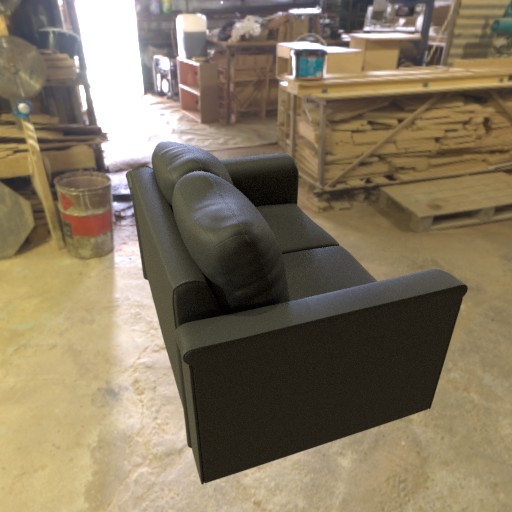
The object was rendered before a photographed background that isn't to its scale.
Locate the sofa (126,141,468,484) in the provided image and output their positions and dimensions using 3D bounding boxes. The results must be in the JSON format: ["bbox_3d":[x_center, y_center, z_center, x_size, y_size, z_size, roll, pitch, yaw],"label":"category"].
[{"bbox_3d":[0.000,0.000,1.871,0.887,0.845,1.386,-10,32,-17],"label":"sofa"}]
